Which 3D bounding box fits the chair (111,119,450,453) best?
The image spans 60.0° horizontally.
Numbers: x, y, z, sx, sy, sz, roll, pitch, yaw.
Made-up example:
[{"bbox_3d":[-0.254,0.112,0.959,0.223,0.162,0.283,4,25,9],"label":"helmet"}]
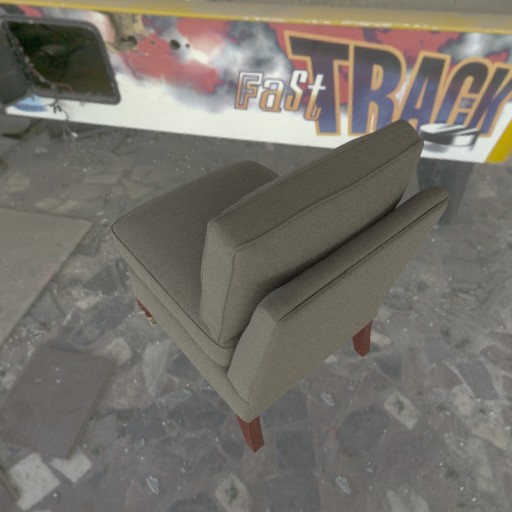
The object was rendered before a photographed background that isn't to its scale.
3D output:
[{"bbox_3d":[0.000,0.000,1.606,0.724,1.045,0.924,-32,53,-27],"label":"chair"}]
